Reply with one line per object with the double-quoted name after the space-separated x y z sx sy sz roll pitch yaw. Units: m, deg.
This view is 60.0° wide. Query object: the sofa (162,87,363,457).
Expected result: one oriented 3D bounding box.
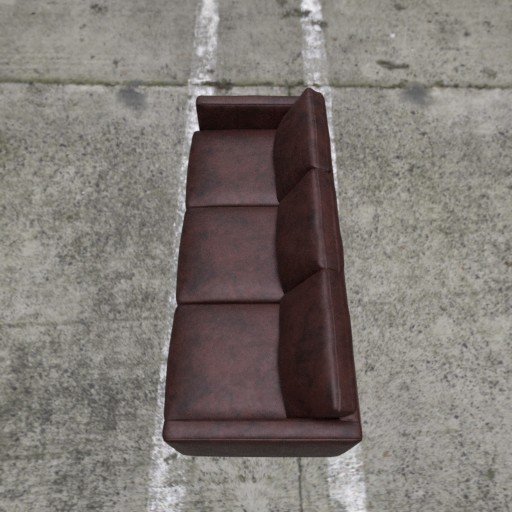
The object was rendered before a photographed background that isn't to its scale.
0.000 0.000 3.010 1.045 1.006 2.464 0 60 0 "sofa"
